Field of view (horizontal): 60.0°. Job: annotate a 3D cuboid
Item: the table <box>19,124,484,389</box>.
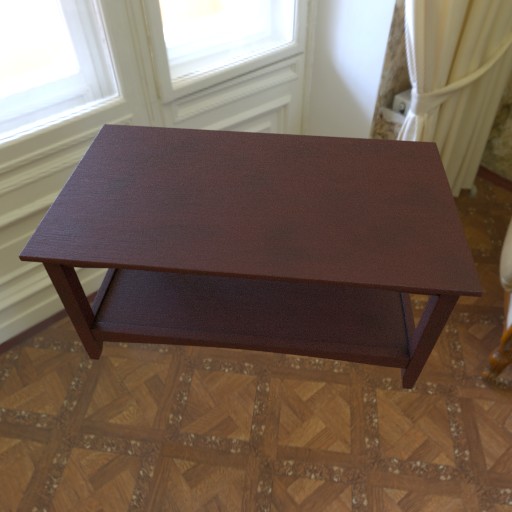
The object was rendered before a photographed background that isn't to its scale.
[{"bbox_3d":[0.000,0.000,1.236,0.943,0.456,0.533,4,47,4],"label":"table"}]
